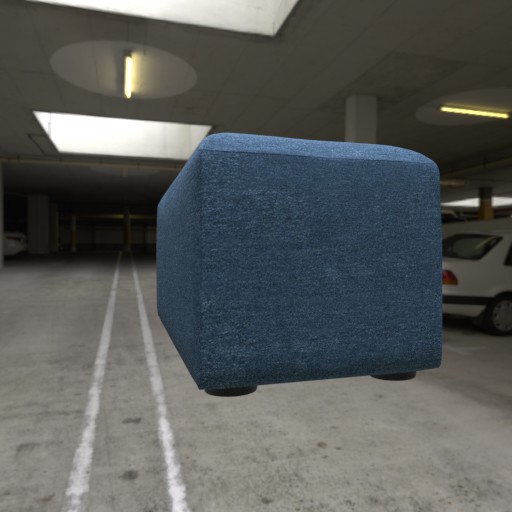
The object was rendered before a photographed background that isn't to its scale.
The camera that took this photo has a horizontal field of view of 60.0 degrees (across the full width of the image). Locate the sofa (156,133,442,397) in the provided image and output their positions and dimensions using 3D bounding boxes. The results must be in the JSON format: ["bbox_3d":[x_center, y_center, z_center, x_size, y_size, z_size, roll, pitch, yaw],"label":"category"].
[{"bbox_3d":[0.000,0.000,1.207,0.480,0.470,0.930,0,0,-17],"label":"sofa"}]
